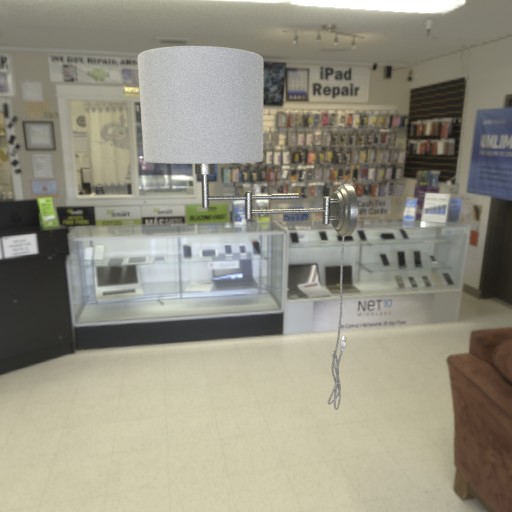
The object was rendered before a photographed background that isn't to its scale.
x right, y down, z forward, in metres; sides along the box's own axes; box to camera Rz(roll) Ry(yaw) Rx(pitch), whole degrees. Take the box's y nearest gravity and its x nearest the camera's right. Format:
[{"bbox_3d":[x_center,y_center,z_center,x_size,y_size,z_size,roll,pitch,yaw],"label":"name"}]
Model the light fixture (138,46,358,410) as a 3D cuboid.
[{"bbox_3d":[0.000,0.000,1.029,0.479,0.842,0.253,-2,15,-9],"label":"light fixture"}]
